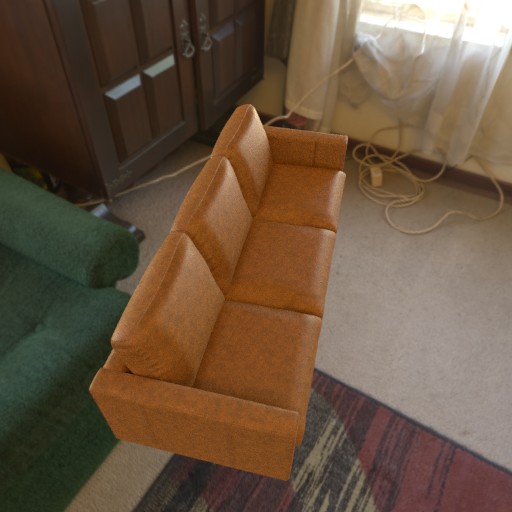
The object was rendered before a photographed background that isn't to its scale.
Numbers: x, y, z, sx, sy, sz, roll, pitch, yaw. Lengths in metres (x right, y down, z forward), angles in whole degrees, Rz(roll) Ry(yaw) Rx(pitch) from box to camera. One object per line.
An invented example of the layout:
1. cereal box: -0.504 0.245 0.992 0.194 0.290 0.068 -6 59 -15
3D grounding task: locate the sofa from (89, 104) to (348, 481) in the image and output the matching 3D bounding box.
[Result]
1. sofa: 0.000 0.000 2.671 0.903 0.930 2.231 10 47 9
